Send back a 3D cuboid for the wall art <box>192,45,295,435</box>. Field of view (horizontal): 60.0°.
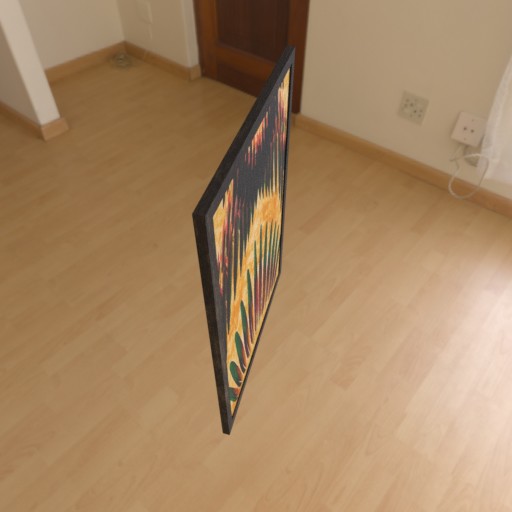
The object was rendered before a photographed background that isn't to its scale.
[{"bbox_3d":[0.000,0.000,1.492,0.029,1.066,0.812,11,48,10],"label":"wall art"}]
